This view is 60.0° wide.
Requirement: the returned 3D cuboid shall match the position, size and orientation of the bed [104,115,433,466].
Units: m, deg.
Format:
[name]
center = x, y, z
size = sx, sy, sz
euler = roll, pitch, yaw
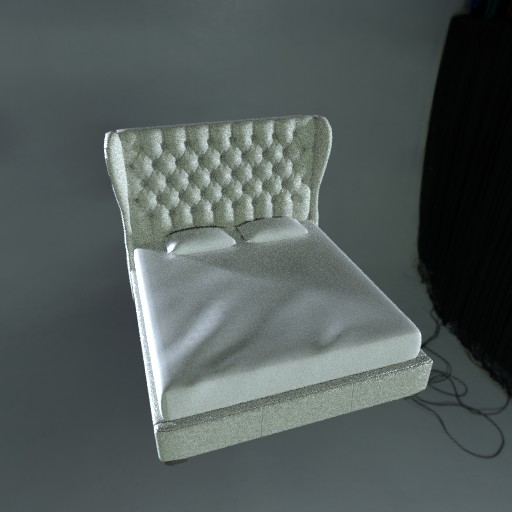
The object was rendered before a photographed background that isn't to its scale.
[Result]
[bed]
center = 0.000, 0.000, 3.829
size = 2.219, 1.771, 2.347
euler = -9, 32, -15
